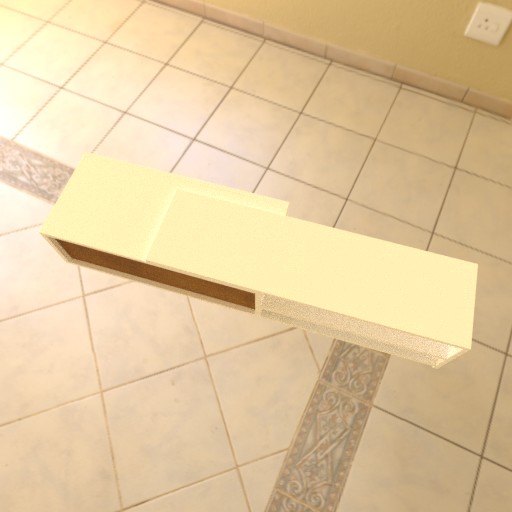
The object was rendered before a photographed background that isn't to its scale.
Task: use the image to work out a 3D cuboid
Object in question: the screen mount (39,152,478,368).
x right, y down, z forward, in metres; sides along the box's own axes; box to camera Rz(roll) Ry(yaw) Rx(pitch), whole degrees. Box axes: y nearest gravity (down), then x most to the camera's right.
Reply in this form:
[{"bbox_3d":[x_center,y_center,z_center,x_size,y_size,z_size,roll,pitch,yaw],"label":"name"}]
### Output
[{"bbox_3d":[0.000,0.000,1.875,1.680,0.320,0.420,15,65,7],"label":"screen mount"}]
